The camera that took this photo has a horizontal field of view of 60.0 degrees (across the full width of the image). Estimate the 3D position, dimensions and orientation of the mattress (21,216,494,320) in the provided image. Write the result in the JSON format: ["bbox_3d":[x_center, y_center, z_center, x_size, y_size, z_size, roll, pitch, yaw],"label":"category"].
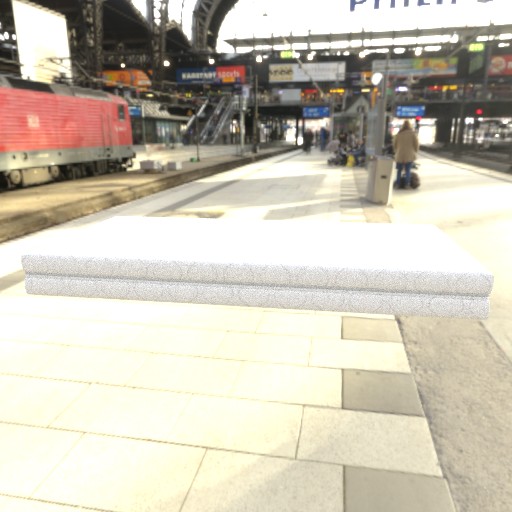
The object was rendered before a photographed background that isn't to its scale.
[{"bbox_3d":[0.000,0.000,2.199,1.900,0.200,0.900,2,16,8],"label":"mattress"}]
